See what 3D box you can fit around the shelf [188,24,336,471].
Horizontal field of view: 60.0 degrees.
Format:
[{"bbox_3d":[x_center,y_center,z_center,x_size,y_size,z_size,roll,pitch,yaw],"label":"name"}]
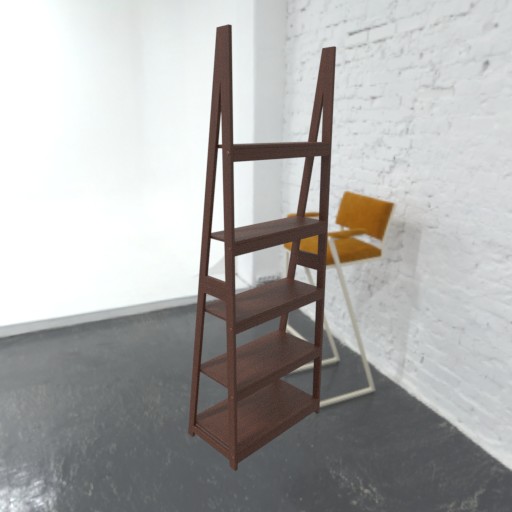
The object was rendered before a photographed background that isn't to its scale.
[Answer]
[{"bbox_3d":[0.000,0.000,2.015,0.600,1.770,0.350,-15,22,-42],"label":"shelf"}]
